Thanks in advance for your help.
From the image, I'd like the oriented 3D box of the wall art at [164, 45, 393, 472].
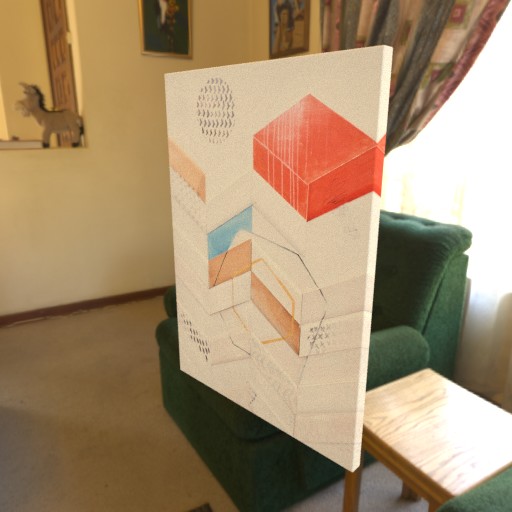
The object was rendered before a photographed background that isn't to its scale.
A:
[{"bbox_3d":[0.000,0.000,1.055,0.613,0.848,0.036,15,22,42],"label":"wall art"}]
